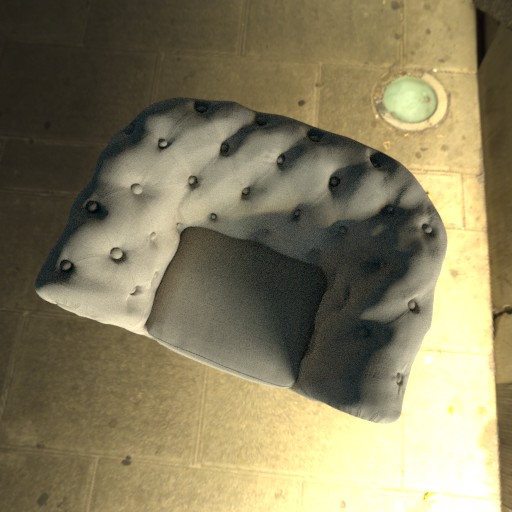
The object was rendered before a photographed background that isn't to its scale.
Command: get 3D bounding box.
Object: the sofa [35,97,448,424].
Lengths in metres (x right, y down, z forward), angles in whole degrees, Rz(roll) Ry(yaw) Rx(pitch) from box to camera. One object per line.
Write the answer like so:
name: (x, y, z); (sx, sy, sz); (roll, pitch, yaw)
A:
sofa: (0.000, 0.000, 1.979); (1.405, 0.878, 1.034); (19, 76, 5)
